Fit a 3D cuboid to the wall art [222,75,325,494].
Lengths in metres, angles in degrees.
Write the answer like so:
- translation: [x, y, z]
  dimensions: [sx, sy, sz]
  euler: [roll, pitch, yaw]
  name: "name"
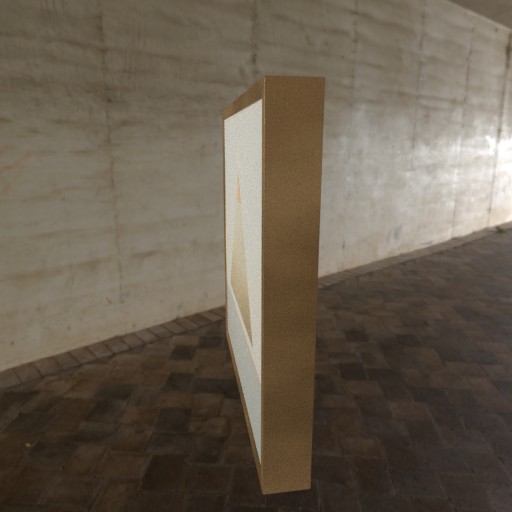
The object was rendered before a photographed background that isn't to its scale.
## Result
- translation: [0.000, 0.000, 0.454]
  dimensions: [0.038, 0.303, 0.305]
  euler: [-2, 14, -9]
  name: "wall art"
